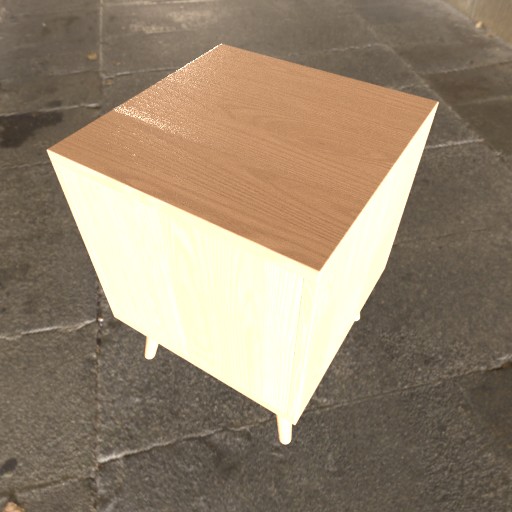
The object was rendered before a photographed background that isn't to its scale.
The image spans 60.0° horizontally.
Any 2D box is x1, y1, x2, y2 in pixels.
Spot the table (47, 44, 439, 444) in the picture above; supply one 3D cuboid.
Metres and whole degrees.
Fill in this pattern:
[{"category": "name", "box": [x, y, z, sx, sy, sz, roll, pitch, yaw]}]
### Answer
[{"category": "table", "box": [0.000, 0.000, 0.827, 0.400, 0.550, 0.400, 25, 52, 21]}]
